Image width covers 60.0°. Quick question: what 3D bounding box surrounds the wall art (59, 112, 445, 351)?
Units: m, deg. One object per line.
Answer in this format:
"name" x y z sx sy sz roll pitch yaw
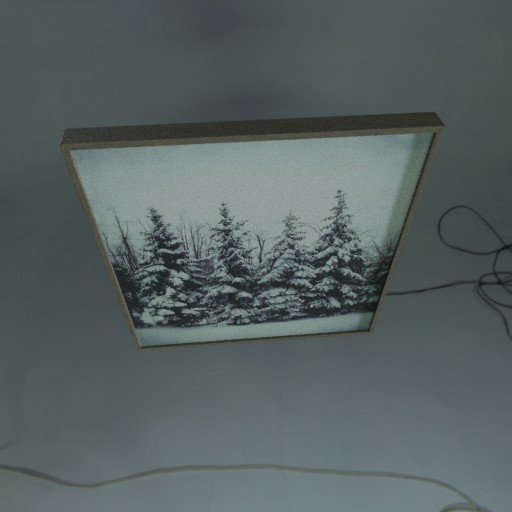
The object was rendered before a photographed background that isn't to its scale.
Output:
"wall art" 0.000 0.000 0.779 0.507 0.507 0.037 -4 47 -3
